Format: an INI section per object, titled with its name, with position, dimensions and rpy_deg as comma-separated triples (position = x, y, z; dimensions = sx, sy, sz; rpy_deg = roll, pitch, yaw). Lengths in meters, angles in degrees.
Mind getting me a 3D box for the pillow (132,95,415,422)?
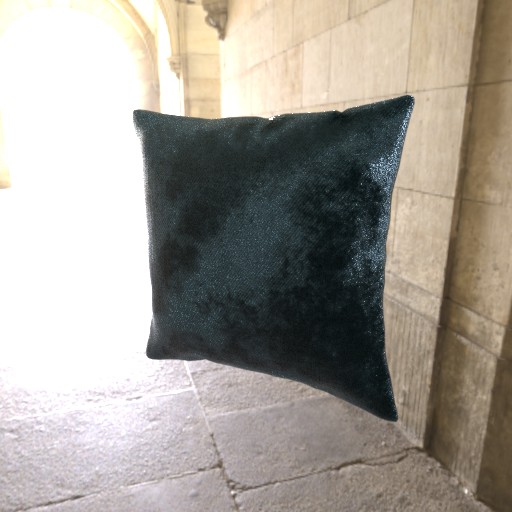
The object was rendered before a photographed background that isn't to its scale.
[pillow]
position = 0.000, 0.000, 0.646
dimensions = 0.436, 0.430, 0.138
rpy_deg = 8, 17, 26
